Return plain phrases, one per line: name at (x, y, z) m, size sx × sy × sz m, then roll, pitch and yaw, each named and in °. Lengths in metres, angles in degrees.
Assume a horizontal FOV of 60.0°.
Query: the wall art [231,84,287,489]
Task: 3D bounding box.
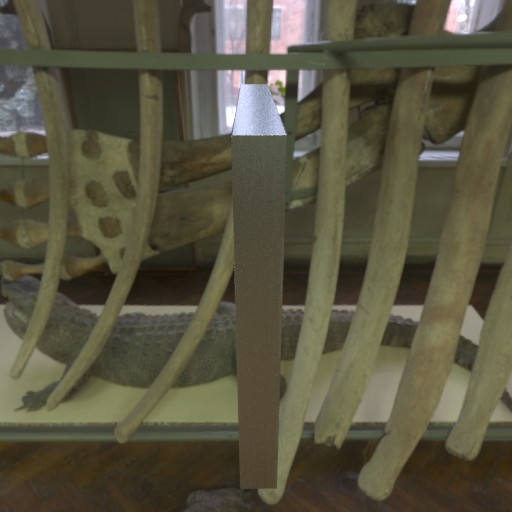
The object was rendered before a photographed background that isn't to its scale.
wall art at (0.000, 0.000, 0.525) m, size 0.038 × 0.350 × 0.350 m, roll 0°, pitch 26°, yaw -1°
